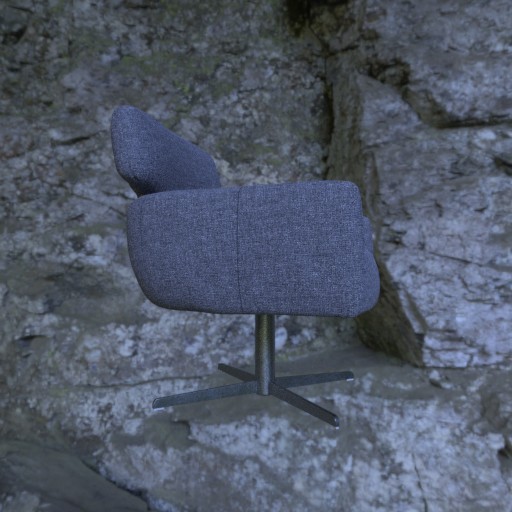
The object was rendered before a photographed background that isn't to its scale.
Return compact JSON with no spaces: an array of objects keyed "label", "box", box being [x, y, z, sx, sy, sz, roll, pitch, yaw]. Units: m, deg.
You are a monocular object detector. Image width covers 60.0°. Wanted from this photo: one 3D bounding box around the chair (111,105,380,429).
[{"label":"chair","box":[0.000,0.000,1.330,0.715,0.812,0.706,0,-2,16]}]
